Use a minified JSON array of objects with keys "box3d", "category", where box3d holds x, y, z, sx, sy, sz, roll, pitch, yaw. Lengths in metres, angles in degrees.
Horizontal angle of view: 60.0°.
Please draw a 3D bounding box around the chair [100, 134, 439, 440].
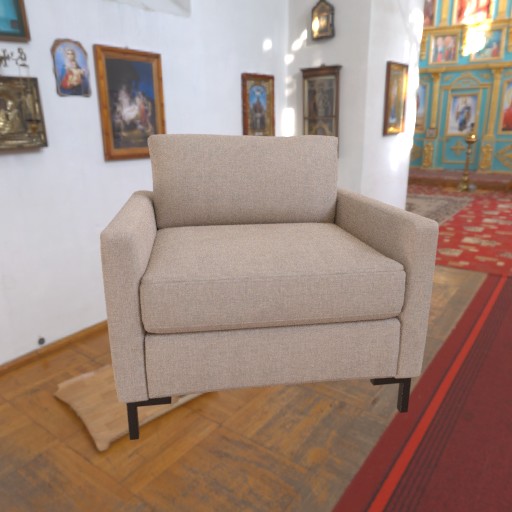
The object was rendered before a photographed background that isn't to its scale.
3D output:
[{"box3d":[0.000,0.000,1.628,0.963,0.861,0.866,-2,16,-9],"category":"chair"}]
